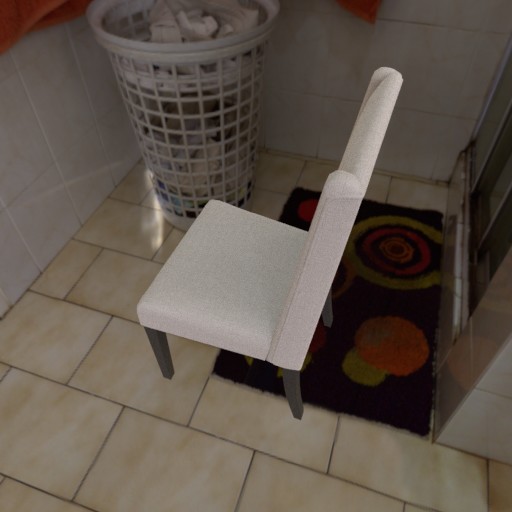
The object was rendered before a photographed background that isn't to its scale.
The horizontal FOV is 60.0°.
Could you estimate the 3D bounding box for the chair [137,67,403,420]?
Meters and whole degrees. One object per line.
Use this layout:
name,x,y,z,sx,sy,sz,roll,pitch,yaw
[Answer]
chair,0.000,0.000,1.225,0.523,0.961,0.474,16,50,14
